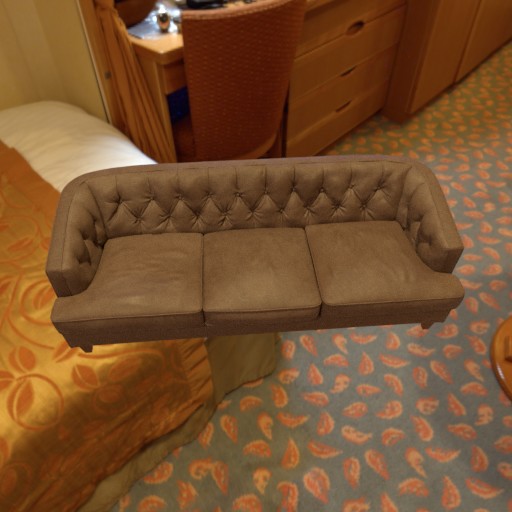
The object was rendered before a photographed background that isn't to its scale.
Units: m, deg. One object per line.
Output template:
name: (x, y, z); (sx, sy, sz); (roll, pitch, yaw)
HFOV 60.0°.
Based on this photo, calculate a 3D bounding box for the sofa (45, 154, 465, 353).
sofa: (0.000, 0.000, 2.666); (2.227, 0.787, 0.927); (-3, 47, -3)
